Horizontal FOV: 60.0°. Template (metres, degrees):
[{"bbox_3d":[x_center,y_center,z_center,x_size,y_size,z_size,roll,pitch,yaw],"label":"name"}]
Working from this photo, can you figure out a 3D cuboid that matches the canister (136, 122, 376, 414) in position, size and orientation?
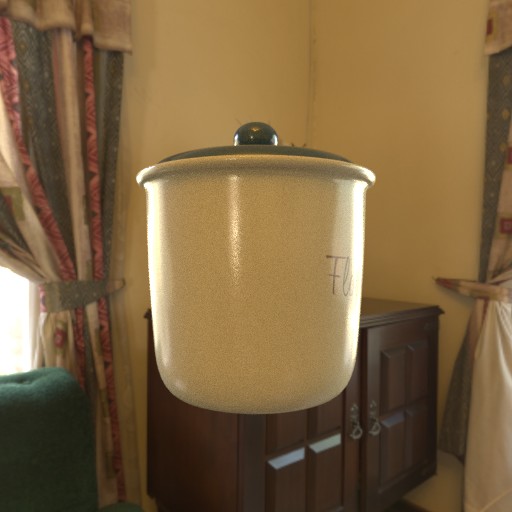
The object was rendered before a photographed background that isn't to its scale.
[{"bbox_3d":[0.000,0.000,0.348,0.182,0.208,0.182,0,0,0],"label":"canister"}]
